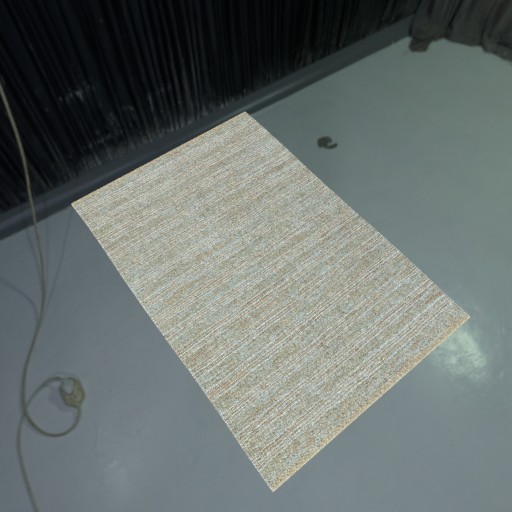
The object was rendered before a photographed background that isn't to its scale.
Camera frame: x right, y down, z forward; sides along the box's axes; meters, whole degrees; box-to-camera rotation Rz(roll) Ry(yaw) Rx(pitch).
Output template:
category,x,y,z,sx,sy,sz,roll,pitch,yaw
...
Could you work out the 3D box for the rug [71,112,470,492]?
category,x,y,z,sx,sy,sz,roll,pitch,yaw
rug,0.000,0.000,2.336,1.240,0.010,1.824,-34,65,-18
